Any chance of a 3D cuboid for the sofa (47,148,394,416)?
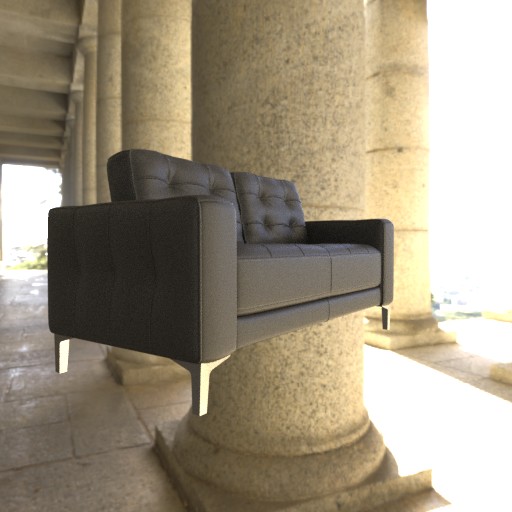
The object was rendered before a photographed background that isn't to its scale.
[{"bbox_3d":[0.000,0.000,2.180,0.833,0.892,1.726,1,2,36],"label":"sofa"}]
